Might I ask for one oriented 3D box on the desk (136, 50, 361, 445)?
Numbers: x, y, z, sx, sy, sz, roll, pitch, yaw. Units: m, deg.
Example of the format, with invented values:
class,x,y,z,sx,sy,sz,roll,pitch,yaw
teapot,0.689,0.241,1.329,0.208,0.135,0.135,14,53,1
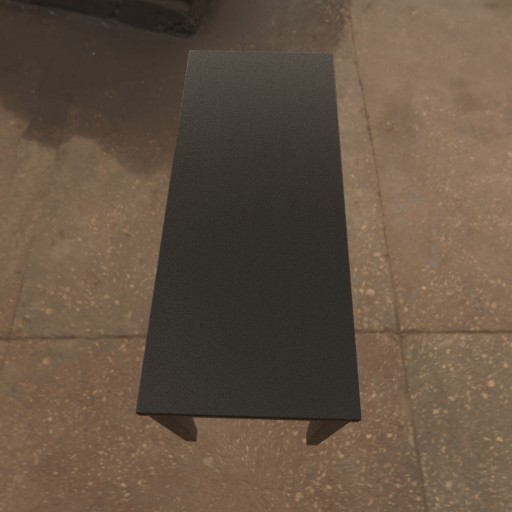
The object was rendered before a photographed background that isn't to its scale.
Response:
class,x,y,z,sx,sy,sz,roll,pitch,yaw
desk,0.000,0.000,1.617,0.508,0.775,1.220,1,62,1
